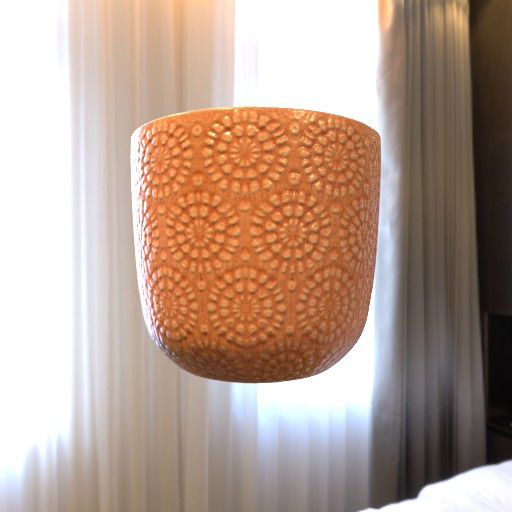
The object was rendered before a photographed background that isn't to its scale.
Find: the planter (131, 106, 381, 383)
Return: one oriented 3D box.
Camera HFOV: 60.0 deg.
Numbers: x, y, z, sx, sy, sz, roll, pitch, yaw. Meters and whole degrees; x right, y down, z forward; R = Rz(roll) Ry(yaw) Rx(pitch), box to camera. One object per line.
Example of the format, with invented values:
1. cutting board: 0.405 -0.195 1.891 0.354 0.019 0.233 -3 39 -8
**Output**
1. planter: 0.000 0.000 0.383 0.208 0.190 0.208 0 0 0
